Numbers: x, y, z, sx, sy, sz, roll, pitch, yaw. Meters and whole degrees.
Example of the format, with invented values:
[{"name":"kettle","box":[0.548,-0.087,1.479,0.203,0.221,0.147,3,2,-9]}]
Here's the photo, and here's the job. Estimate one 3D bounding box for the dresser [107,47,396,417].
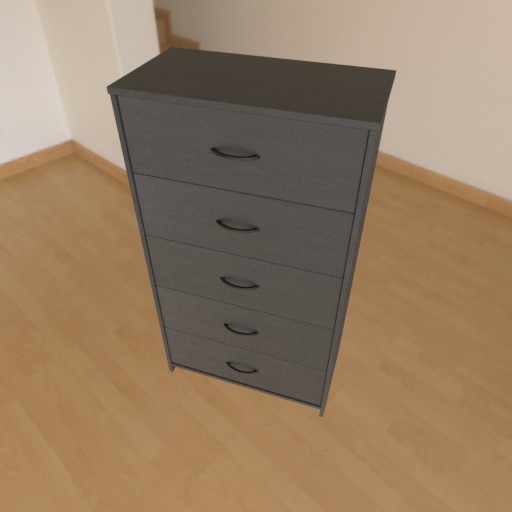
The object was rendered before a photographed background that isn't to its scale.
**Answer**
[{"name":"dresser","box":[0.000,0.000,1.603,0.704,1.255,0.399,12,42,14]}]
